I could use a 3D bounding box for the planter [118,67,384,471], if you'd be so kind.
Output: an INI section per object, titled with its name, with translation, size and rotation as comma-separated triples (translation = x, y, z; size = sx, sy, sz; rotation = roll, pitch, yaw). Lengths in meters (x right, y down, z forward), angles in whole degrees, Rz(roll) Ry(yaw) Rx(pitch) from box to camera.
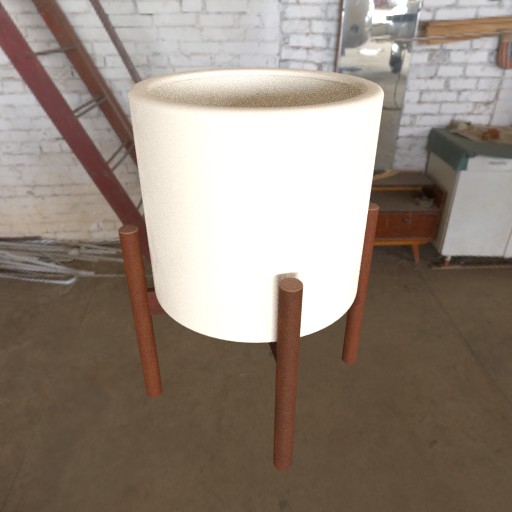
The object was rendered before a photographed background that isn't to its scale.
[planter]
translation = 0.000, 0.000, 0.487
size = 0.224, 0.358, 0.224
rotation = 18, 34, 27
